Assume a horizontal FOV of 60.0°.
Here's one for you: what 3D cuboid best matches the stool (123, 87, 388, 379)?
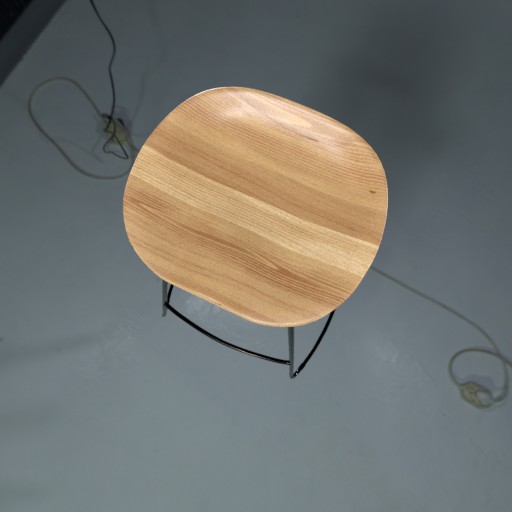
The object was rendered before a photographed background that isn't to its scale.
[{"bbox_3d":[0.000,0.000,0.990,0.480,0.679,0.401,24,76,7],"label":"stool"}]
